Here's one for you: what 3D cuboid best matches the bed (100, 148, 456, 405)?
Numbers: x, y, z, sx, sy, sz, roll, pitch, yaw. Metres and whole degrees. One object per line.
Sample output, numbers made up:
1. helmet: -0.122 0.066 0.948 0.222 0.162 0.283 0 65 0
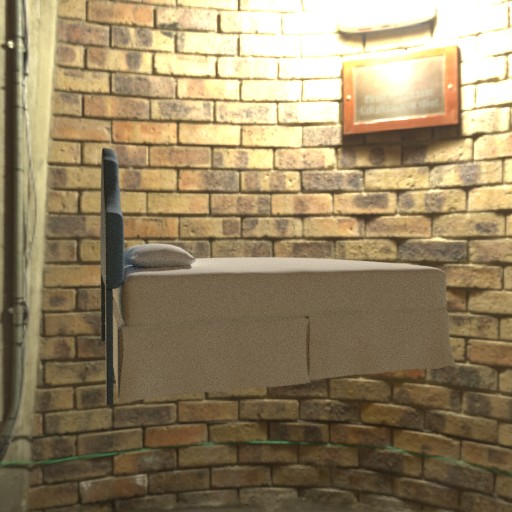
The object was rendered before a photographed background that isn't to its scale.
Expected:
1. bed: 0.000 0.000 3.782 2.477 1.617 2.039 0 1 -20
